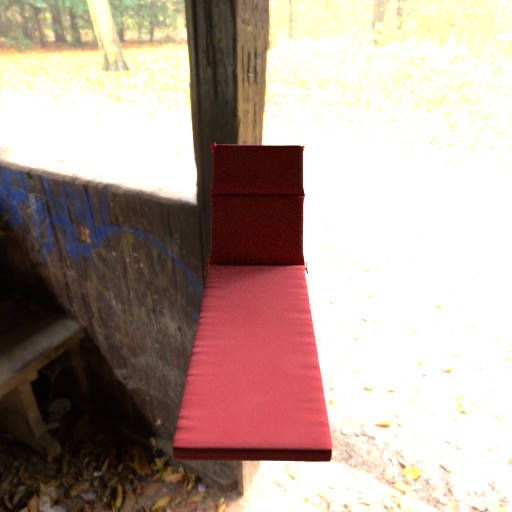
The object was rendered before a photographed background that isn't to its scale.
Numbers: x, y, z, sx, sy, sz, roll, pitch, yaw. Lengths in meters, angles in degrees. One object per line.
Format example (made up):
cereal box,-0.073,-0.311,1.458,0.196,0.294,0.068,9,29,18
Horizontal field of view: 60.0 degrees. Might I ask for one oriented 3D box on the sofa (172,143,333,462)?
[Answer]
sofa,0.000,0.000,2.005,0.582,0.622,1.663,0,29,1
